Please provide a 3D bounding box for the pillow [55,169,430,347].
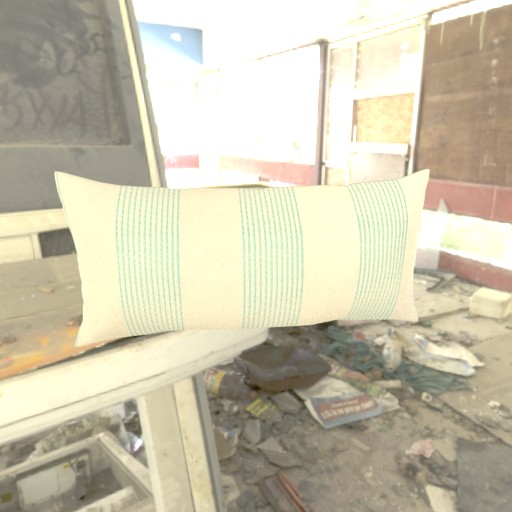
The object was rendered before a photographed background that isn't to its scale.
[{"bbox_3d":[0.000,0.000,0.743,0.610,0.287,0.151,-2,16,-9],"label":"pillow"}]
